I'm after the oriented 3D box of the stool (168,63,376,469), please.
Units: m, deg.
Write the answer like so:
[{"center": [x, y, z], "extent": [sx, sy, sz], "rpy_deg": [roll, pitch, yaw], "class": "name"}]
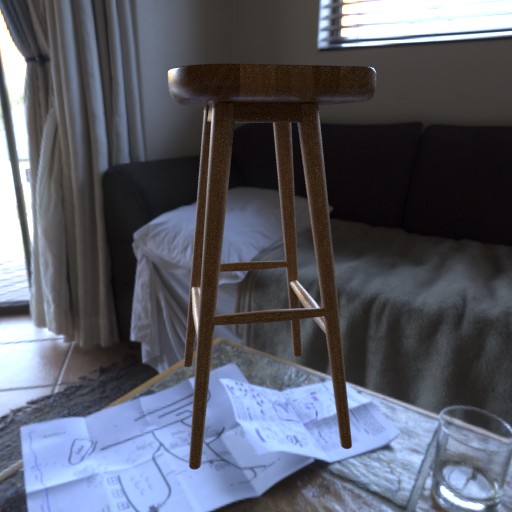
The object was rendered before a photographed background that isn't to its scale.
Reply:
[{"center": [0.000, 0.000, 0.929], "extent": [0.322, 0.698, 0.407], "rpy_deg": [-3, 17, -10], "class": "stool"}]
